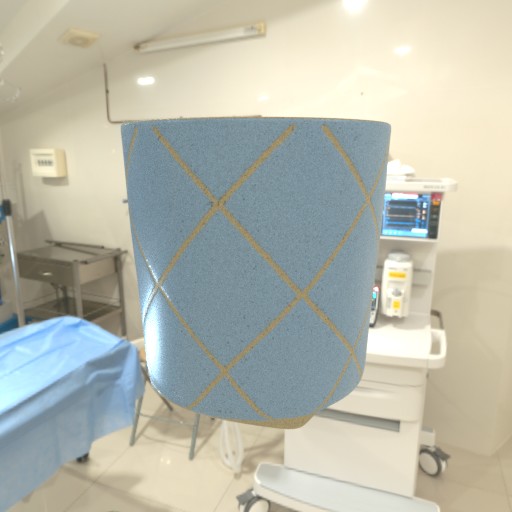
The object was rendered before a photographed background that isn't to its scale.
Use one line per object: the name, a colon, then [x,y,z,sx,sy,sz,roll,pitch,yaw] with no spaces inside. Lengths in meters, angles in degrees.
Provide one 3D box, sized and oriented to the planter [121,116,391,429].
planter: [0.000,0.000,0.415,0.227,0.235,0.227,0,14,0]
